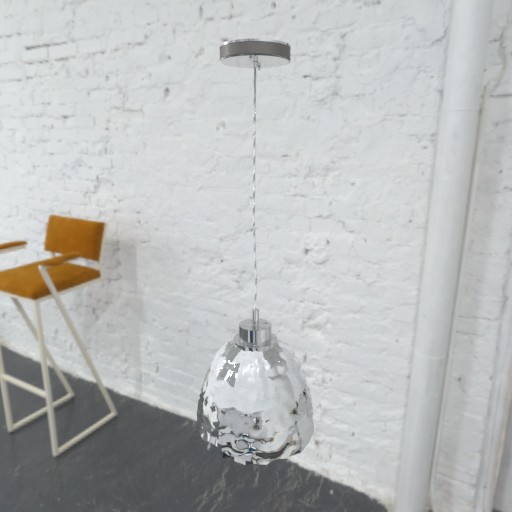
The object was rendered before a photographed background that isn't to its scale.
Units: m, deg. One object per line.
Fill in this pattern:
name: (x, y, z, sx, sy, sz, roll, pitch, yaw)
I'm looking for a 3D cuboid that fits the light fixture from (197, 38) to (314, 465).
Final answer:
light fixture: (0.000, 0.000, 1.735, 0.500, 1.511, 0.496, 2, 14, 9)
